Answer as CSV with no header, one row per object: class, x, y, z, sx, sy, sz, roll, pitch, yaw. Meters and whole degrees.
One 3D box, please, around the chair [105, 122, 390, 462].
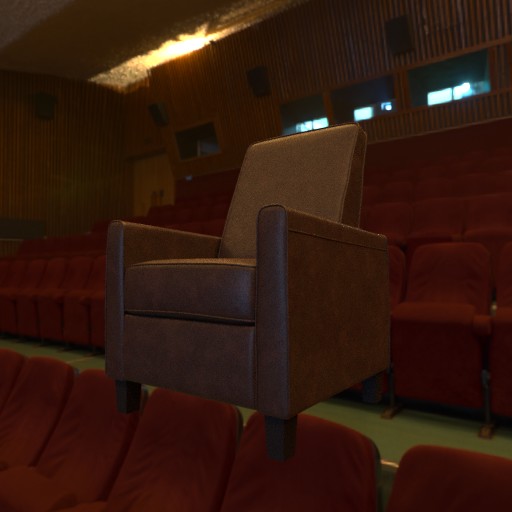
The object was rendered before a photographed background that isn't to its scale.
chair,0.000,0.000,1.524,0.705,1.013,0.746,-1,-2,36
